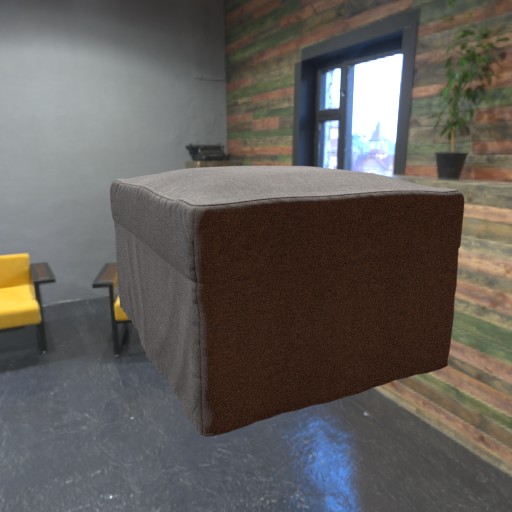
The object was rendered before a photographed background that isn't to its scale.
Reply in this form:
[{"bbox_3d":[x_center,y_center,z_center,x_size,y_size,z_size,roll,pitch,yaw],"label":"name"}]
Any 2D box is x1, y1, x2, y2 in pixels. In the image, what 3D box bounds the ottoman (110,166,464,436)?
[{"bbox_3d":[0.000,0.000,1.238,0.652,0.492,0.833,-6,14,-26],"label":"ottoman"}]
